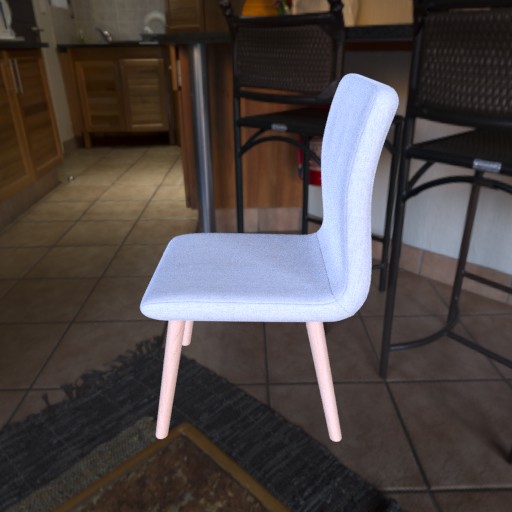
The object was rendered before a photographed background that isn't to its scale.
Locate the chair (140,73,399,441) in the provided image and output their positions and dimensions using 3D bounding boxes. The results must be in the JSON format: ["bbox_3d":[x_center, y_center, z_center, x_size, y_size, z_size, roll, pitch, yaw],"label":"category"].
[{"bbox_3d":[0.000,0.000,1.185,0.550,0.885,0.435,0,26,1],"label":"chair"}]
